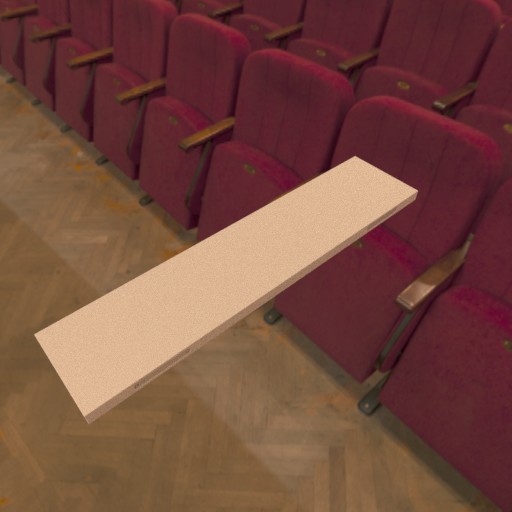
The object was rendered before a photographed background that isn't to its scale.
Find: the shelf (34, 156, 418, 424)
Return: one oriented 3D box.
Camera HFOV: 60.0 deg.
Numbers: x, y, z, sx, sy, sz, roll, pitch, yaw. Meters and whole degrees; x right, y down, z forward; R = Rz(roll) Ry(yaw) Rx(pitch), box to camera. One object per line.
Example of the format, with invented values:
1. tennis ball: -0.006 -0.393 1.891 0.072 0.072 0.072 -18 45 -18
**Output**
1. shelf: 0.000 0.000 0.661 0.610 0.020 0.140 -32 54 -27
